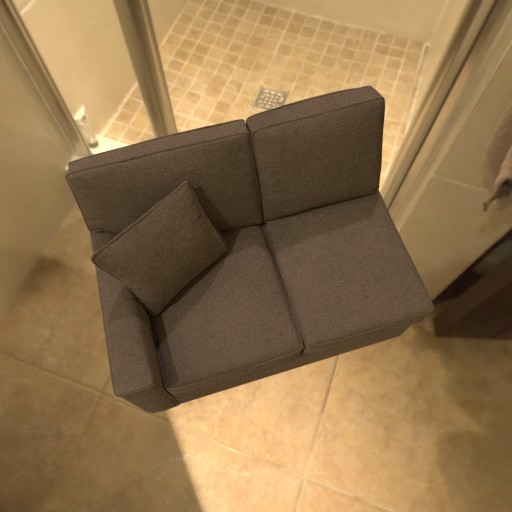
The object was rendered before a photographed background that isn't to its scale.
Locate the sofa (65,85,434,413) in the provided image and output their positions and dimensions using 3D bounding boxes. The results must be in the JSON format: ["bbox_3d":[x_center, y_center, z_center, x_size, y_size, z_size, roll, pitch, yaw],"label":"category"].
[{"bbox_3d":[0.000,0.000,2.059,1.388,0.989,0.991,-15,65,-7],"label":"sofa"}]
